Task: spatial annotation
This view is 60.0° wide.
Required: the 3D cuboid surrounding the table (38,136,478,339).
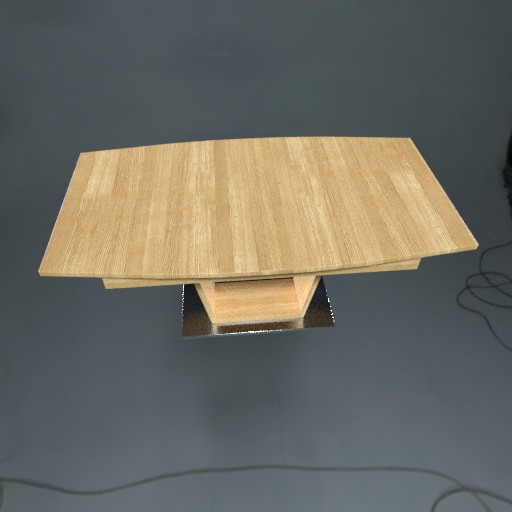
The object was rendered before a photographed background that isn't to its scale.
[{"bbox_3d":[0.000,0.000,2.138,1.598,0.748,0.900,-3,45,-3],"label":"table"}]
